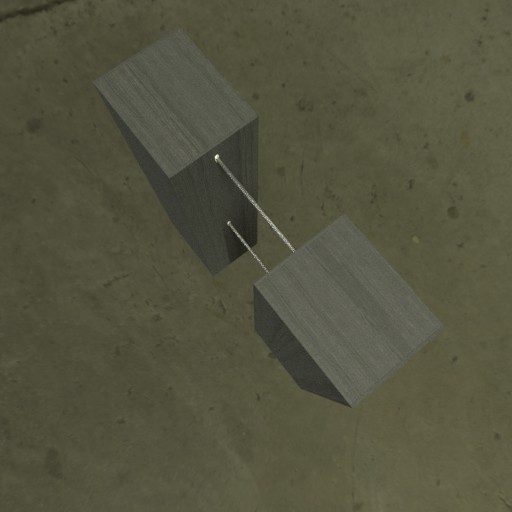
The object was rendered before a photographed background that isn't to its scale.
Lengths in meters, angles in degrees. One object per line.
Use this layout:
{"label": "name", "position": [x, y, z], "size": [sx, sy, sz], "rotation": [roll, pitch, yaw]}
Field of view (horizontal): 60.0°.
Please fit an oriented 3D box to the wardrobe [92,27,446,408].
{"label": "wardrobe", "position": [0.000, 0.000, 2.820], "size": [0.480, 2.000, 1.770], "rotation": [-37, 78, -9]}
